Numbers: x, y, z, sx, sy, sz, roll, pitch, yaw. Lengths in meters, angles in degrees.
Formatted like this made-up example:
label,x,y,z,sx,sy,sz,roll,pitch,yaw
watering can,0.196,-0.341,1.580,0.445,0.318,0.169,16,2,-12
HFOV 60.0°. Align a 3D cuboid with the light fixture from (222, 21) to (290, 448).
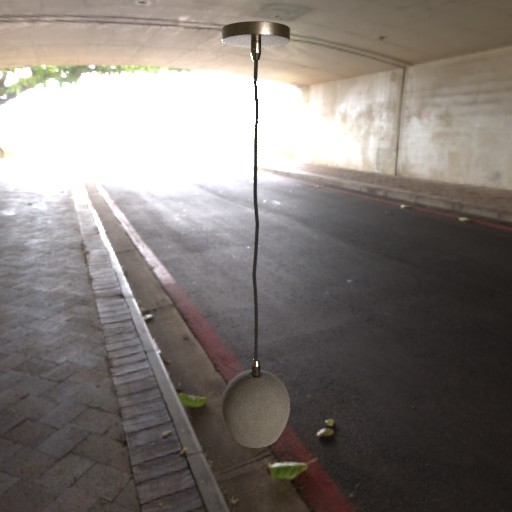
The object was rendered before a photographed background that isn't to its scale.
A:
label,x,y,z,sx,sy,sz,roll,pitch,yaw
light fixture,0.000,0.000,0.822,0.139,0.764,0.139,3,16,9
